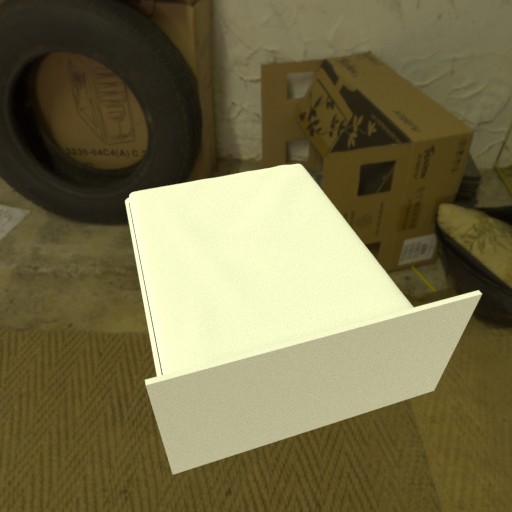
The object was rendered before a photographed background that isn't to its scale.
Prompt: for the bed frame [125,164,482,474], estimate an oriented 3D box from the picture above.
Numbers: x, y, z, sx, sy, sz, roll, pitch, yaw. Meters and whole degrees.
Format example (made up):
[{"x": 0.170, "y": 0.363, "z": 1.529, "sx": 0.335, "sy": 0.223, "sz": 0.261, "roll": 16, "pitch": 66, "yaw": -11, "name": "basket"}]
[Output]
[{"x": 0.000, "y": 0.000, "z": 2.764, "sx": 1.490, "sy": 0.800, "sz": 1.950, "roll": -12, "pitch": 43, "yaw": -13, "name": "bed frame"}]
